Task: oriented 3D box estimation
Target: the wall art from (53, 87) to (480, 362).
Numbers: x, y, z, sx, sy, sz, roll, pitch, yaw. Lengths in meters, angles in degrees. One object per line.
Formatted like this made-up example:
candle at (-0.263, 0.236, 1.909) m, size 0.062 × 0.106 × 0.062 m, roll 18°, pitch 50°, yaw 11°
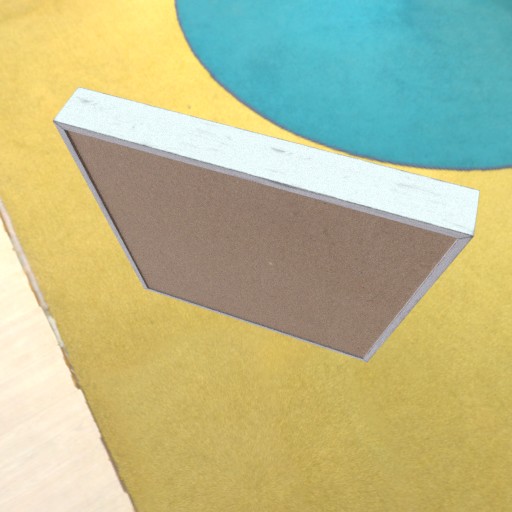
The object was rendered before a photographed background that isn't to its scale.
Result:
wall art at (0.000, 0.000, 0.447) m, size 0.305 × 0.305 × 0.038 m, roll 17°, pitch 63°, yaw 9°
